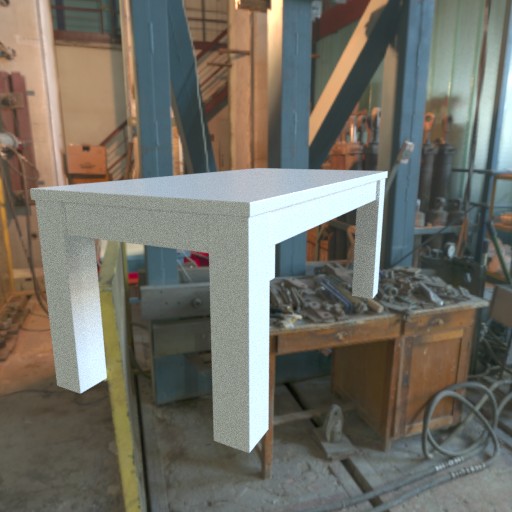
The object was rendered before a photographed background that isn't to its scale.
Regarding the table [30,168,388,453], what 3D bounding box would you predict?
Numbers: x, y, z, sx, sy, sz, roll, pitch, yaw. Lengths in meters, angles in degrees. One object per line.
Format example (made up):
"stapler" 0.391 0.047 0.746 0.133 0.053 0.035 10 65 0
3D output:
"table" 0.000 0.000 2.263 0.900 0.790 1.800 7 15 27
